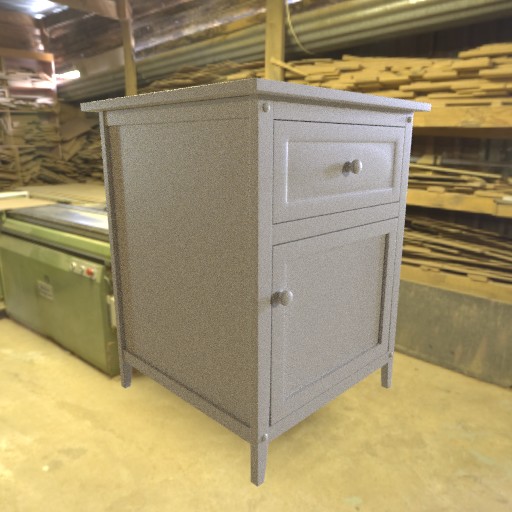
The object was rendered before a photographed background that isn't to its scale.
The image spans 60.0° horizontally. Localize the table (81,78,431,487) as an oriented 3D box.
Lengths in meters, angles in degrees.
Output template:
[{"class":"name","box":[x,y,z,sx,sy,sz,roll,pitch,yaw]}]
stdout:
[{"class":"table","box":[0.000,0.000,0.738,0.381,0.483,0.381,14,19,43]}]
